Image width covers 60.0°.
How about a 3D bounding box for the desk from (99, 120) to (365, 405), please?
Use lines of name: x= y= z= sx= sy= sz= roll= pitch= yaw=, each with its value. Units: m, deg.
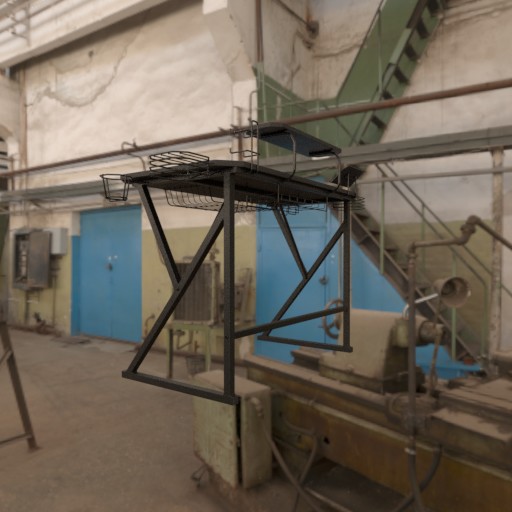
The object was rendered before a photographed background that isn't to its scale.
desk: x=0.000 y=0.000 z=1.798 sx=0.580 sy=0.880 sz=1.290 roll=0 pitch=0 yaw=35
